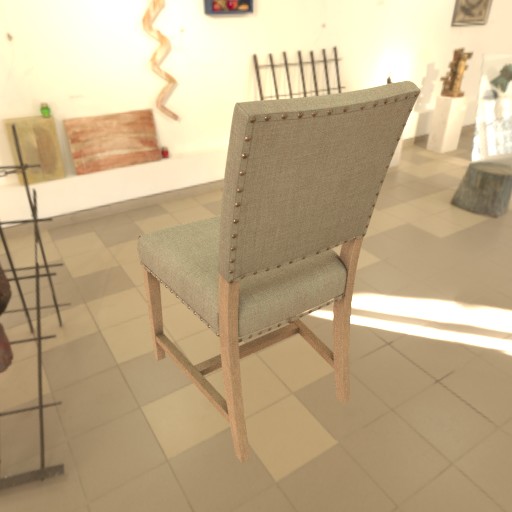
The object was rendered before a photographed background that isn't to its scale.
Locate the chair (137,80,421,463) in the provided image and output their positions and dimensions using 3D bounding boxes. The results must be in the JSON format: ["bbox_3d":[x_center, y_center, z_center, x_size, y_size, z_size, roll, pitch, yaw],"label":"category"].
[{"bbox_3d":[0.000,0.000,1.281,0.508,0.986,0.622,-18,35,-28],"label":"chair"}]
